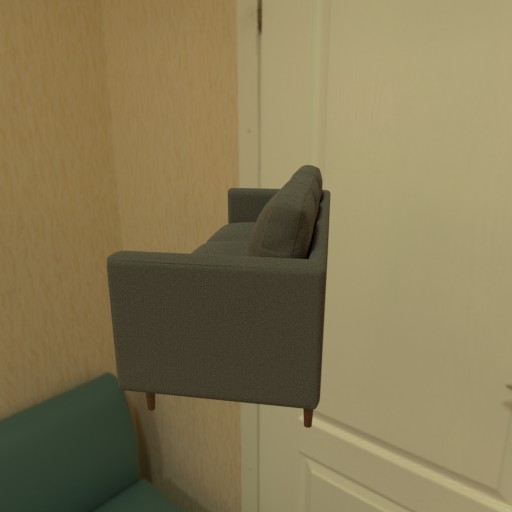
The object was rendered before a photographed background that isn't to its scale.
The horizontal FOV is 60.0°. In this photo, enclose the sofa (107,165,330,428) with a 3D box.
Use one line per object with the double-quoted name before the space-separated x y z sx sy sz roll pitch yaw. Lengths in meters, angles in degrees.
"sofa" 0.000 0.000 2.526 0.802 0.912 2.029 3 16 9
